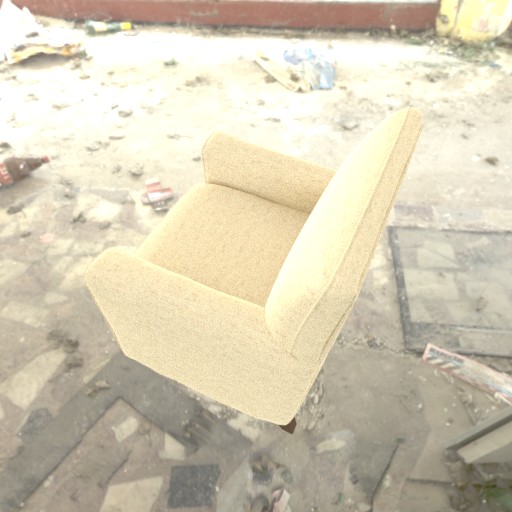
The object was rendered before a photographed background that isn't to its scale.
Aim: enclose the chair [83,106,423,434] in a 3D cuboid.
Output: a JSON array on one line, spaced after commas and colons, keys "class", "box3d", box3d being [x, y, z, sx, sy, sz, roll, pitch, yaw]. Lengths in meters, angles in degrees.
[{"class": "chair", "box3d": [0.000, 0.000, 1.603, 0.823, 0.943, 0.870, 19, 51, 16]}]
